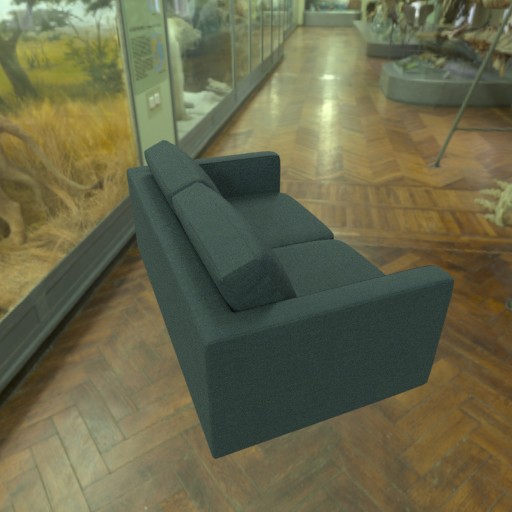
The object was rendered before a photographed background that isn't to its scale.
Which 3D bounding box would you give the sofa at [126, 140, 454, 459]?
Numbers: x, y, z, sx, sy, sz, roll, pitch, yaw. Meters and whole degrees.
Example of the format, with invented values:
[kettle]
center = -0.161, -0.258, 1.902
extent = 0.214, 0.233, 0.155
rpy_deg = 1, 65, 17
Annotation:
[sofa]
center = 0.000, 0.000, 2.260
extent = 0.999, 0.907, 1.659
rpy_deg = -12, 33, -19
